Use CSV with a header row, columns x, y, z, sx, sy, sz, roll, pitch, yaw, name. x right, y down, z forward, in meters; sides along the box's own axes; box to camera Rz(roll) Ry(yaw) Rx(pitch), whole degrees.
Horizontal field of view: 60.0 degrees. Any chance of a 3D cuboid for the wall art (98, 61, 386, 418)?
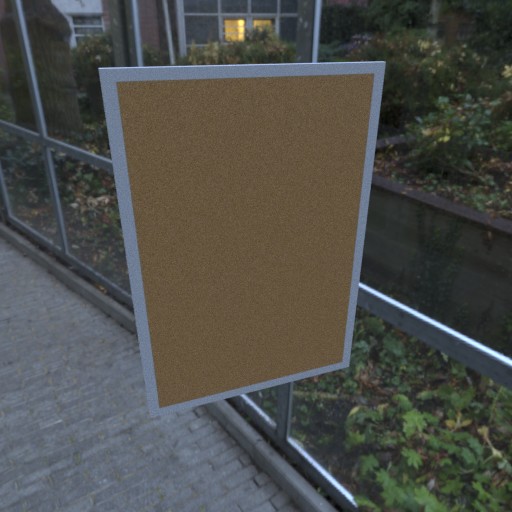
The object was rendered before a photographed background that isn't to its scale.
x,y,z,sx,sy,sz,roll,pitch,yaw,name
0.000,0.000,1.184,0.659,0.940,0.013,-9,28,-18,wall art
